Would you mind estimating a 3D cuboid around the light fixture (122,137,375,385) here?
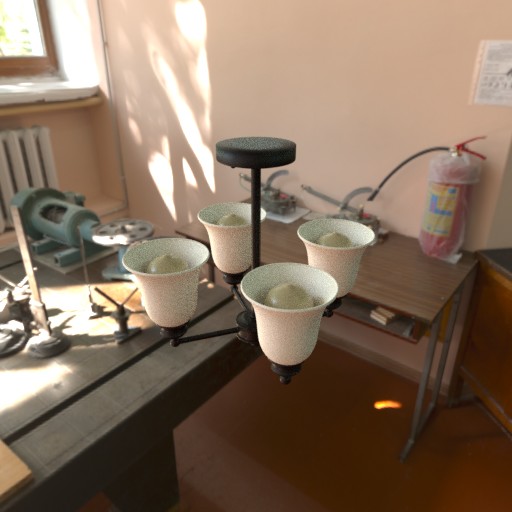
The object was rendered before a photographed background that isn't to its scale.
[{"bbox_3d":[0.000,0.000,1.856,1.069,0.925,1.069,-8,27,-16],"label":"light fixture"}]
